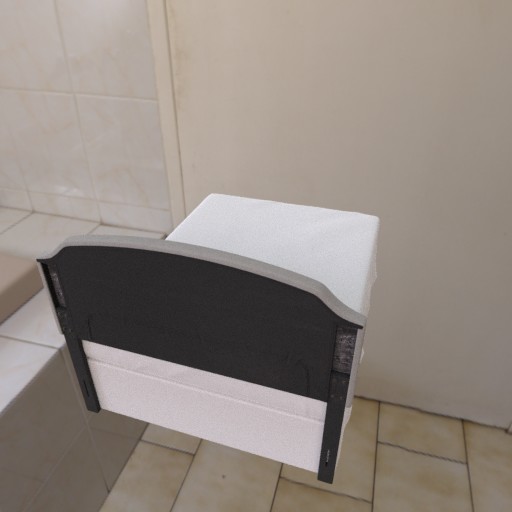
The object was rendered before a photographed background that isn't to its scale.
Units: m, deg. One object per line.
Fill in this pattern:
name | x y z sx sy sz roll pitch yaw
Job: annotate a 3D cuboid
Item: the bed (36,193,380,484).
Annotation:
bed | 0.000 0.000 2.902 1.558 1.270 1.999 10 34 15
